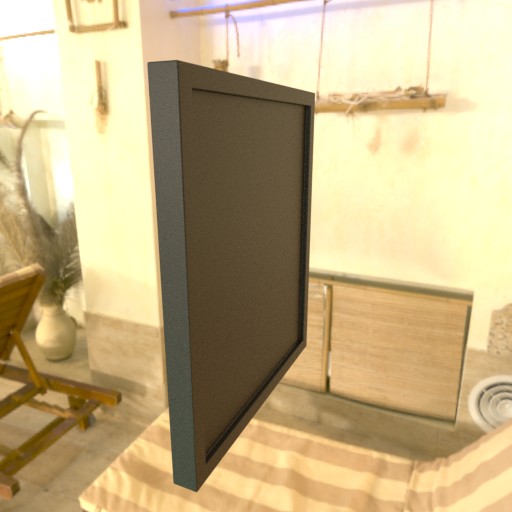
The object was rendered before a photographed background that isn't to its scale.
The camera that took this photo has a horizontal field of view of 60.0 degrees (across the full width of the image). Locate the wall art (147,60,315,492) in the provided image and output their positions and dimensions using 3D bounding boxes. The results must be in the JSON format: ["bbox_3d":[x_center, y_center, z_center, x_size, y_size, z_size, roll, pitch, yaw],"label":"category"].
[{"bbox_3d":[0.000,0.000,0.518,0.028,0.381,0.328,7,17,24],"label":"wall art"}]
